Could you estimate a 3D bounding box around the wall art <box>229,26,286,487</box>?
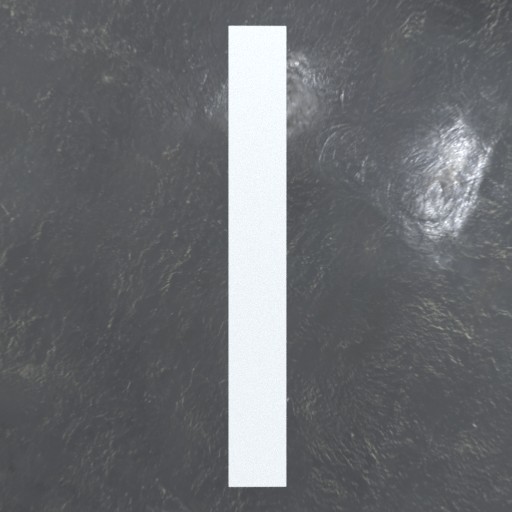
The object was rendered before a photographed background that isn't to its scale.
[{"bbox_3d":[0.000,0.000,0.446,0.038,0.304,0.305,0,90,0],"label":"wall art"}]
